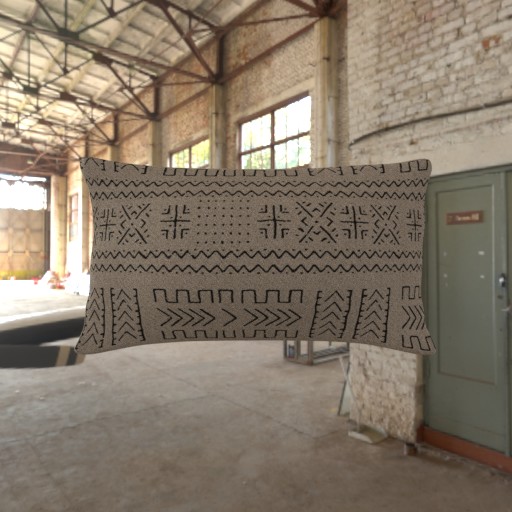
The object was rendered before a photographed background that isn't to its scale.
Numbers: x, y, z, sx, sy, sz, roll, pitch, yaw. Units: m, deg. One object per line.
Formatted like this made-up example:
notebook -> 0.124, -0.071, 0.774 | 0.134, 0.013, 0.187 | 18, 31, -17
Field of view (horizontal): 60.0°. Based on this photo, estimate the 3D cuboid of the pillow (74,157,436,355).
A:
pillow -> 0.000, 0.000, 0.797 | 0.637, 0.352, 0.188 | 0, -1, -1
